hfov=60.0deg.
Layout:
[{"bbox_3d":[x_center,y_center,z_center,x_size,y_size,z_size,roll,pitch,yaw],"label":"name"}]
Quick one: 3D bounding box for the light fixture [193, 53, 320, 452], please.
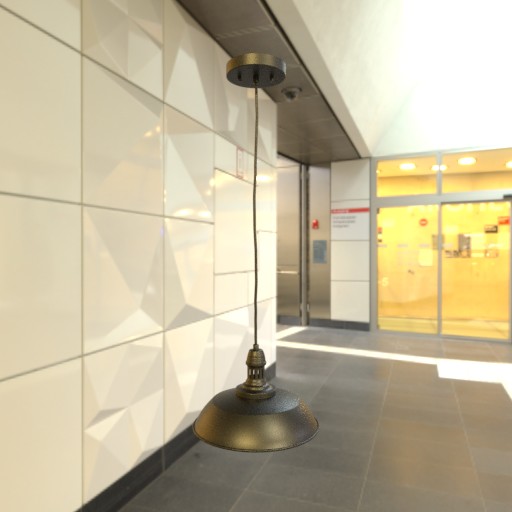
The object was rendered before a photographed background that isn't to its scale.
[{"bbox_3d":[0.000,0.000,1.165,0.331,0.993,0.331,0,0,1],"label":"light fixture"}]
